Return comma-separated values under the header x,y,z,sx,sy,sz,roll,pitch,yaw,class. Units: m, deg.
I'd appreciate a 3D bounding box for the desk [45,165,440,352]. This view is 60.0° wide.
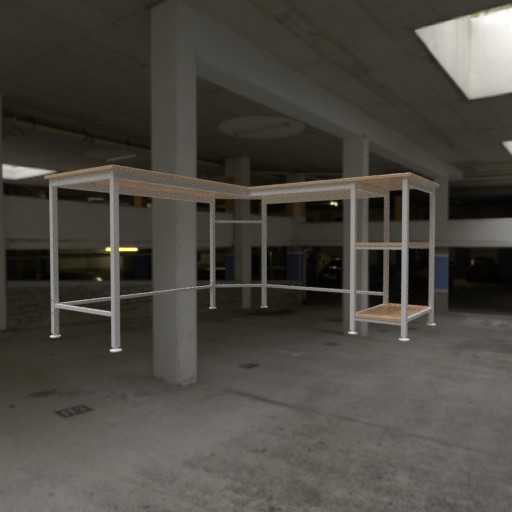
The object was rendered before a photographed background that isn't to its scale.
x,y,z,sx,sy,sz,roll,pitch,yaw,class
0.000,0.000,2.184,1.379,0.739,1.379,1,2,36,desk
